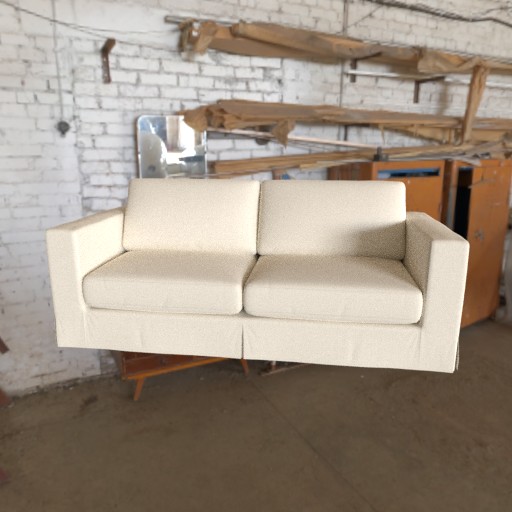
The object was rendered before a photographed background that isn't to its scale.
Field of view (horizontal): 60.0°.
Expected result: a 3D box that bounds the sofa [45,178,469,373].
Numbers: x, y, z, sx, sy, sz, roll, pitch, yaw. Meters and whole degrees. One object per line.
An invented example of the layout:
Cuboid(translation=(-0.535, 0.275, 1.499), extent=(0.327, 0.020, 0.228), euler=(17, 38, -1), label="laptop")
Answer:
Cuboid(translation=(0.000, 0.000, 2.683), extent=(2.163, 0.881, 0.954), euler=(2, 14, 8), label="sofa")
